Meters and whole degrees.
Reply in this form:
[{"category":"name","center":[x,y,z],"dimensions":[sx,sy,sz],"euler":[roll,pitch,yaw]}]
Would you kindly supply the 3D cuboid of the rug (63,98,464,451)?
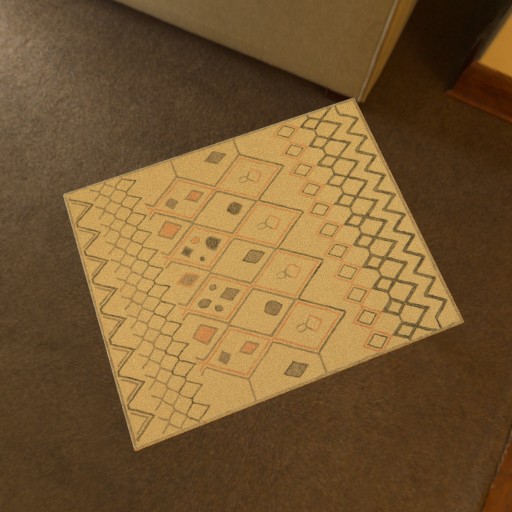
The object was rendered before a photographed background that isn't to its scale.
[{"category":"rug","center":[0.000,0.000,4.104],"dimensions":[3.050,0.016,2.441],"euler":[-20,76,-5]}]
